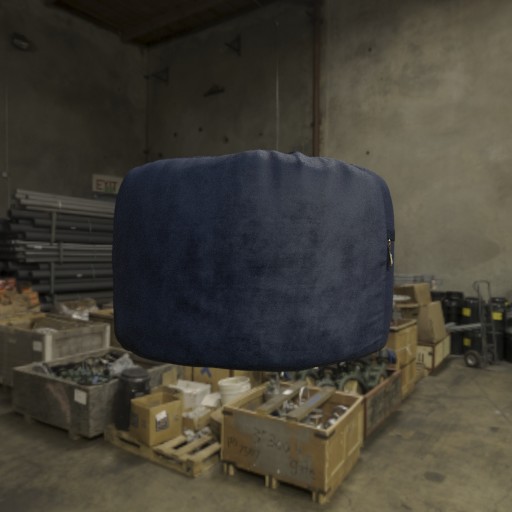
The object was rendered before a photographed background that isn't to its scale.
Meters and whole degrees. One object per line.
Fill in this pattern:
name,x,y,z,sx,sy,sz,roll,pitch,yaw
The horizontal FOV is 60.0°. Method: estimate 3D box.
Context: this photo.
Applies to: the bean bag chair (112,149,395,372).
bean bag chair,0.000,0.000,1.982,1.219,0.762,1.219,0,1,0
